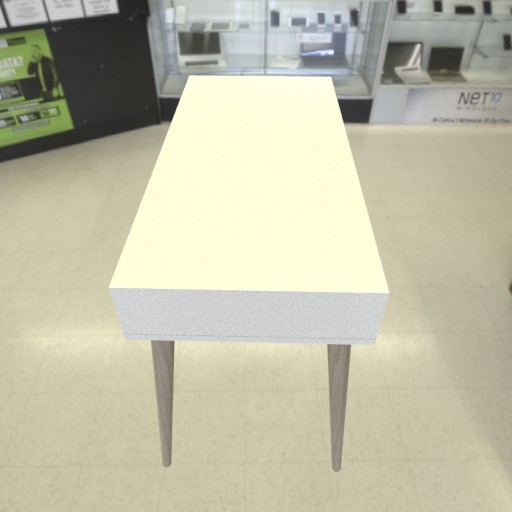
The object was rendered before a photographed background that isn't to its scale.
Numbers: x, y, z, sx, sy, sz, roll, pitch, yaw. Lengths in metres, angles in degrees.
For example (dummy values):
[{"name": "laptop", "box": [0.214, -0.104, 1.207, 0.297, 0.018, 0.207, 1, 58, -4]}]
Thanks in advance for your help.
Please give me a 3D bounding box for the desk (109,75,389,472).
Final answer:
[{"name": "desk", "box": [0.000, 0.000, 1.346, 0.491, 0.723, 0.979, 1, 42, 1]}]
